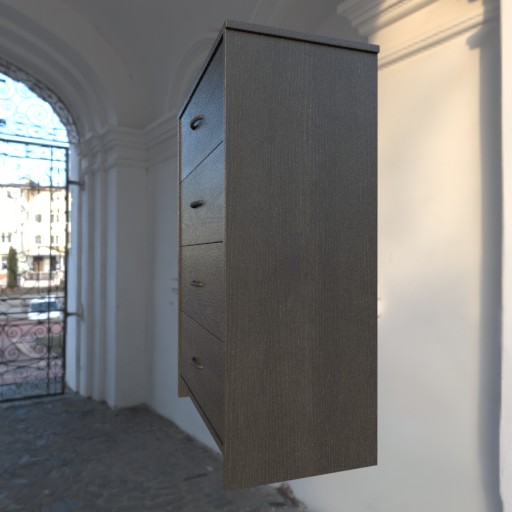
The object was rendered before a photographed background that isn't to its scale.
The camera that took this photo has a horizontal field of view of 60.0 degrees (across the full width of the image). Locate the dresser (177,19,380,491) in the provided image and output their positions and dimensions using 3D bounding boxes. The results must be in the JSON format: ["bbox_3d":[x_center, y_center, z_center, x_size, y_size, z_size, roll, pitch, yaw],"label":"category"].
[{"bbox_3d":[0.000,0.000,1.341,0.398,1.020,0.700,0,0,-18],"label":"dresser"}]
